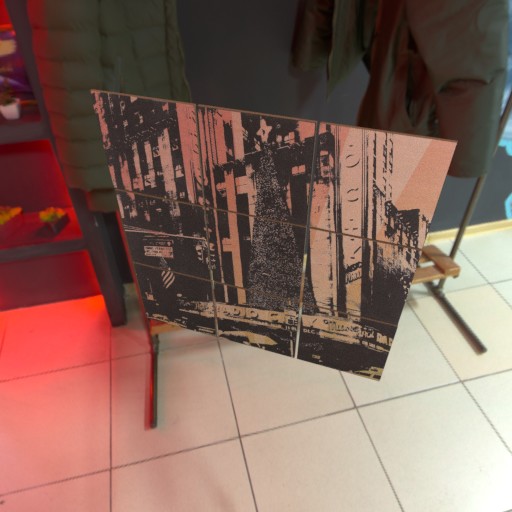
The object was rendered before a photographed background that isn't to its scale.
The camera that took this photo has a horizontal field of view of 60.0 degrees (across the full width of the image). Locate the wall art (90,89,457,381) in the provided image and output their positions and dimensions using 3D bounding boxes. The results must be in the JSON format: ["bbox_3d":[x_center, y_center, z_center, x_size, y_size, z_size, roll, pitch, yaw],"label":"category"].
[{"bbox_3d":[0.000,0.000,2.270,1.527,1.521,0.017,13,43,14],"label":"wall art"}]
